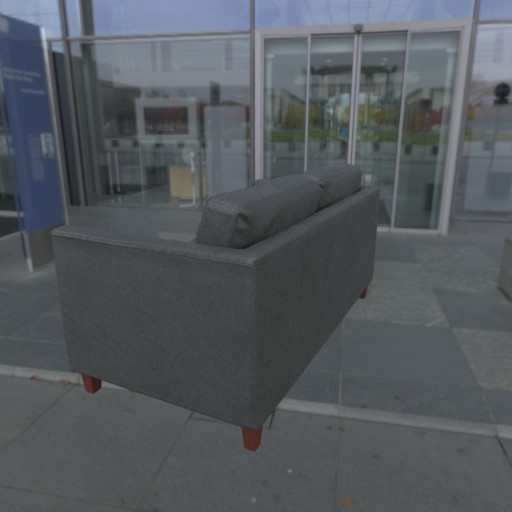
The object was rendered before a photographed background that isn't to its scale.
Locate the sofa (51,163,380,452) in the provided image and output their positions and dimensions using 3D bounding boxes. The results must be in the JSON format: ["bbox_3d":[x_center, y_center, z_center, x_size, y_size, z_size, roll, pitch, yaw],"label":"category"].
[{"bbox_3d":[0.000,0.000,2.431,0.951,0.933,1.883,8,18,26],"label":"sofa"}]
